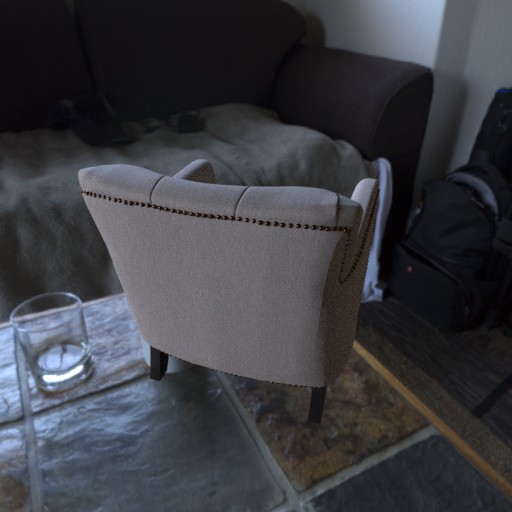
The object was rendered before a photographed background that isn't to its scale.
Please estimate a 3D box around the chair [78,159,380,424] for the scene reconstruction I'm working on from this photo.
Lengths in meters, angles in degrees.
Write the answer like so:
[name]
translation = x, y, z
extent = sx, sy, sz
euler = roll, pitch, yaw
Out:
[chair]
translation = 0.000, 0.000, 1.521
extent = 0.737, 0.823, 0.902
euler = 10, 33, 16
